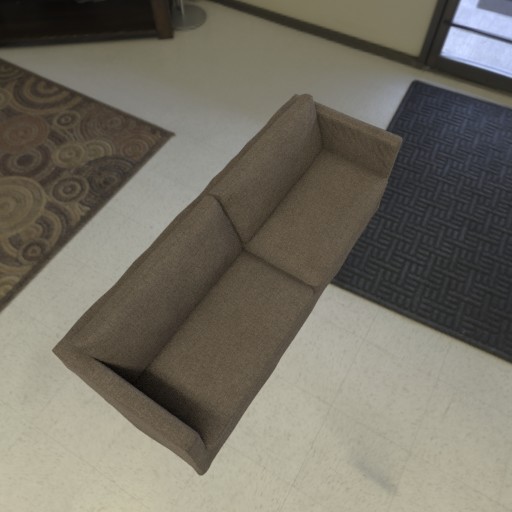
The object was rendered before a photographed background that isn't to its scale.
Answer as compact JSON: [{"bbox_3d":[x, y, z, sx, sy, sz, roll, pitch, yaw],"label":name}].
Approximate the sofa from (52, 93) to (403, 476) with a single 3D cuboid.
[{"bbox_3d":[0.000,0.000,3.286,1.036,0.998,2.779,29,62,17],"label":"sofa"}]
